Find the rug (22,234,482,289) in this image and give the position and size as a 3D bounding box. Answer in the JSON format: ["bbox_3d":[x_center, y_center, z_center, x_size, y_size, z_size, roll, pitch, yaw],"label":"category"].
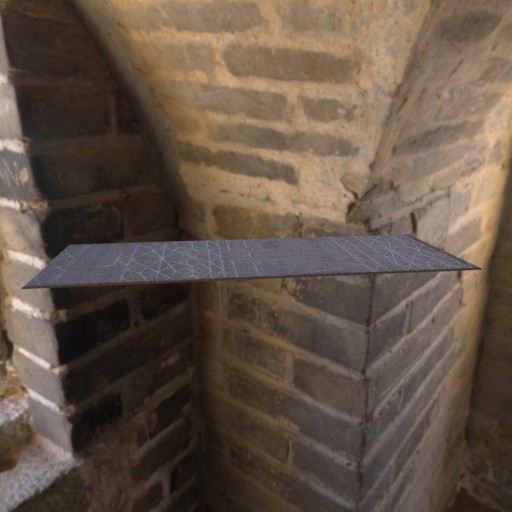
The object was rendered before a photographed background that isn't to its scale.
[{"bbox_3d":[0.000,0.000,2.694,2.388,0.012,0.864,-2,16,-7],"label":"rug"}]
